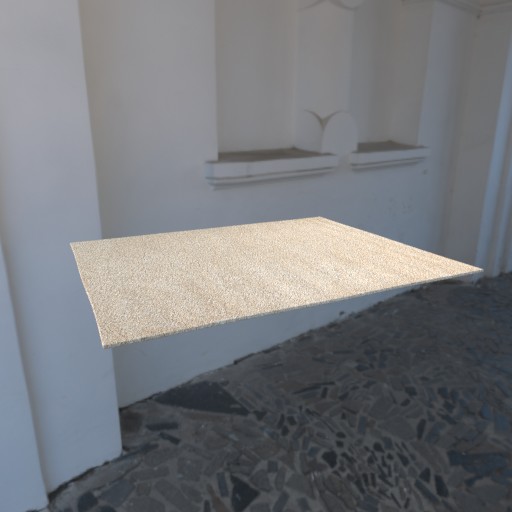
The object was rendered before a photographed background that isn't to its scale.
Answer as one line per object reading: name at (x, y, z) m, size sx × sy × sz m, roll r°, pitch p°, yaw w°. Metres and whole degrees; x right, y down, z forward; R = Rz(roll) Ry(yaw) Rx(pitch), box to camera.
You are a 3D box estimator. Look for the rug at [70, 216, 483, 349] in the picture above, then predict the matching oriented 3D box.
rug at (0.000, 0.000, 4.058) m, size 3.000 × 0.026 × 2.400 m, roll -8°, pitch 18°, yaw -25°
